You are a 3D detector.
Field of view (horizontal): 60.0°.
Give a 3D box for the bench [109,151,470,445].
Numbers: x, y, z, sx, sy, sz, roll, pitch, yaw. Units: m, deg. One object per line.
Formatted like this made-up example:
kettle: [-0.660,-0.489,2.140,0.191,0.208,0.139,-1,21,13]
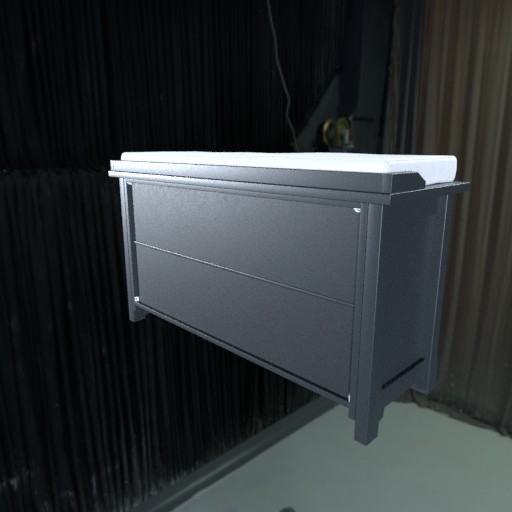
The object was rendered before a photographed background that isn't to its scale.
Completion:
bench: [0.000,0.000,1.231,0.345,0.561,0.973,-14,19,-43]
